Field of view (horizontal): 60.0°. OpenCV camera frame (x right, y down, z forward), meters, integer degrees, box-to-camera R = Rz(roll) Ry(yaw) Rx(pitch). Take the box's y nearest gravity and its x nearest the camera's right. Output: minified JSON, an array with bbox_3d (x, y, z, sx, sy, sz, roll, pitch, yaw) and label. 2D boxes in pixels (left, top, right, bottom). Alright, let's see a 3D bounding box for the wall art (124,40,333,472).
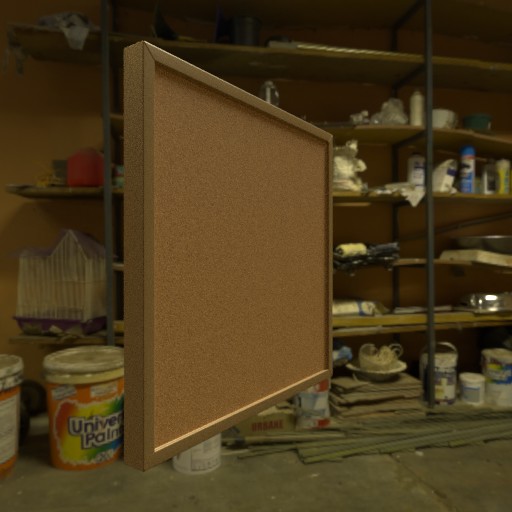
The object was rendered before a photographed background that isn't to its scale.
[{"bbox_3d":[0.000,0.000,0.739,0.036,0.509,0.509,0,0,35],"label":"wall art"}]
